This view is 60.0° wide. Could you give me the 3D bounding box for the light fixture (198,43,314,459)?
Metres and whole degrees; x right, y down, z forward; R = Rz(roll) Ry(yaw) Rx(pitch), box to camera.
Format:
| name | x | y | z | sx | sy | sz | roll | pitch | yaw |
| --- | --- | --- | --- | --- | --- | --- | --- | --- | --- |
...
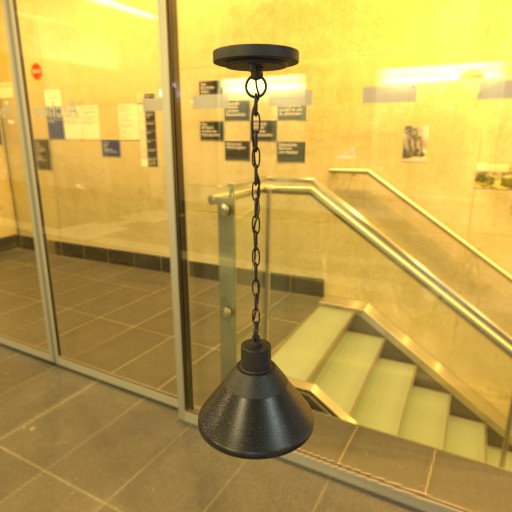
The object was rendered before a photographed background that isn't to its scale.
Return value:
| name | x | y | z | sx | sy | sz | roll | pitch | yaw |
| --- | --- | --- | --- | --- | --- | --- | --- | --- | --- |
| light fixture | 0.000 | 0.000 | 0.694 | 0.201 | 0.588 | 0.201 | 2 | 15 | 9 |
